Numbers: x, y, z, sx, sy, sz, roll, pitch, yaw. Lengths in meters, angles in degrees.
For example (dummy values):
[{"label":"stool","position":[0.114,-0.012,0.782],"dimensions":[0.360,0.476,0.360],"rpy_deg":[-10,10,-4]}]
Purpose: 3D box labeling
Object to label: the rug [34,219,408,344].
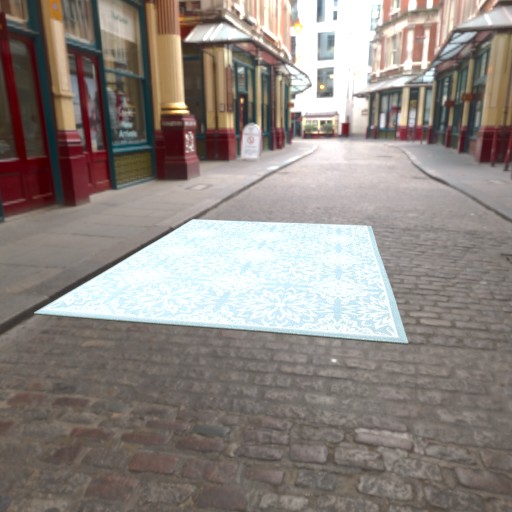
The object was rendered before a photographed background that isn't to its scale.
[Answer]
[{"label":"rug","position":[0.000,0.000,2.860],"dimensions":[1.589,0.014,2.205],"rpy_deg":[3,16,10]}]
